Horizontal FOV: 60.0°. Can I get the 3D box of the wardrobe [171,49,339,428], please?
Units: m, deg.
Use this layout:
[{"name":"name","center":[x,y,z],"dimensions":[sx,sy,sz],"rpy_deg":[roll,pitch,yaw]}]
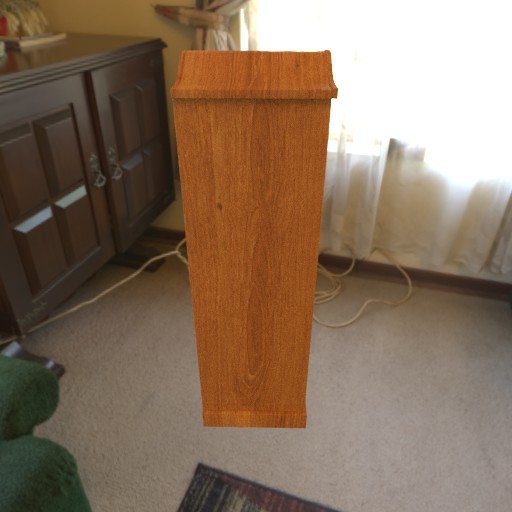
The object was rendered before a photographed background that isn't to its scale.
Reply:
[{"name":"wardrobe","center":[0.000,0.000,2.203],"dimensions":[0.570,1.870,0.590],"rpy_deg":[1,32,1]}]
